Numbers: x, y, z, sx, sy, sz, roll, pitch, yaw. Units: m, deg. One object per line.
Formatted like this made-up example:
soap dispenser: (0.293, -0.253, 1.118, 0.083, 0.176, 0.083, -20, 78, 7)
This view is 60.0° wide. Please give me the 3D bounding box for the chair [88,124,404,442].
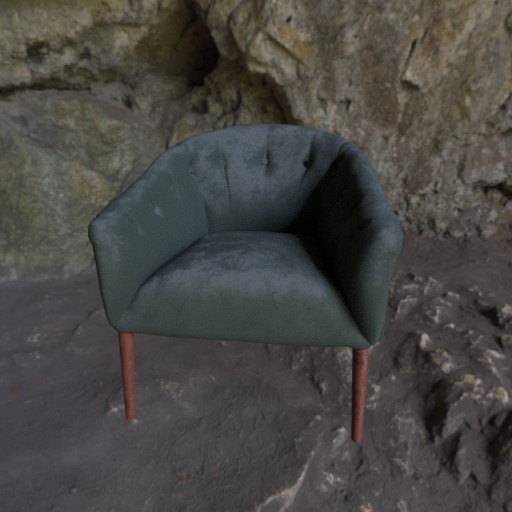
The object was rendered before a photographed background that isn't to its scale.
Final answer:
chair: (0.000, 0.000, 1.536, 0.851, 0.885, 0.776, 2, 16, 8)
